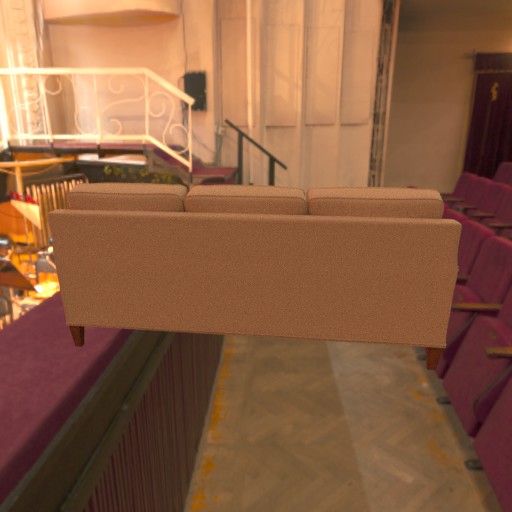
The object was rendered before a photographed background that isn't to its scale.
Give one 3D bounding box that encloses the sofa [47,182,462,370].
[{"bbox_3d":[0.000,0.000,2.877,2.246,1.003,1.084,2,17,7],"label":"sofa"}]
